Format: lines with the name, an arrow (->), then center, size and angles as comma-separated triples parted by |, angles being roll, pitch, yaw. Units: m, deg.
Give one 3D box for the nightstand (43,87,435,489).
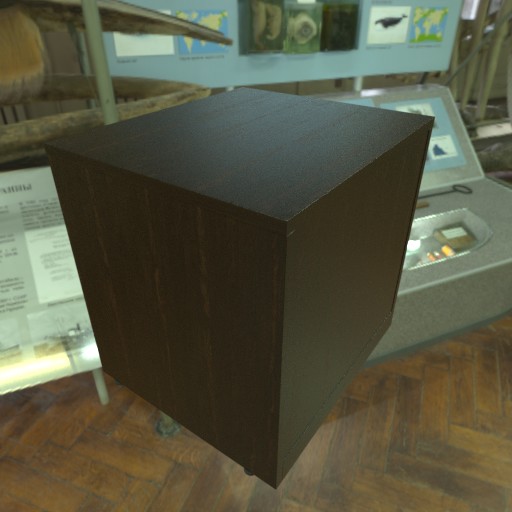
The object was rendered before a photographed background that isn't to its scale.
nightstand -> 0.000, 0.000, 0.848 | 0.427, 0.487, 0.489 | 21, 38, 30
